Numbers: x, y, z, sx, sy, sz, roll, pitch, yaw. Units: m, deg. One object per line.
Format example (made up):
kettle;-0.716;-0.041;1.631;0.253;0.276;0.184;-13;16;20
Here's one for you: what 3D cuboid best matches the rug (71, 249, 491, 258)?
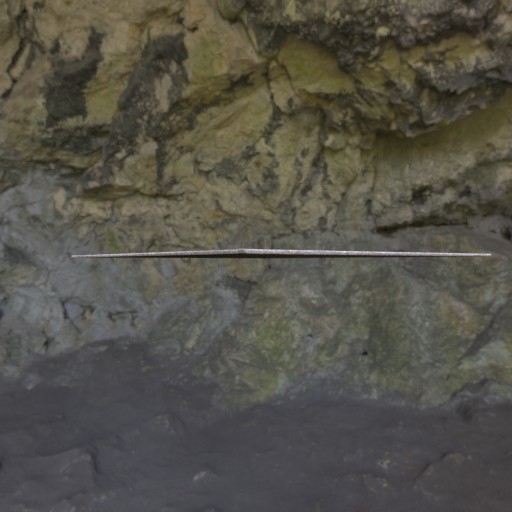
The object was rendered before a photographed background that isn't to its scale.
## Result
rug;0.000;0.000;4.022;2.449;0.025;3.049;0;-1;-37
